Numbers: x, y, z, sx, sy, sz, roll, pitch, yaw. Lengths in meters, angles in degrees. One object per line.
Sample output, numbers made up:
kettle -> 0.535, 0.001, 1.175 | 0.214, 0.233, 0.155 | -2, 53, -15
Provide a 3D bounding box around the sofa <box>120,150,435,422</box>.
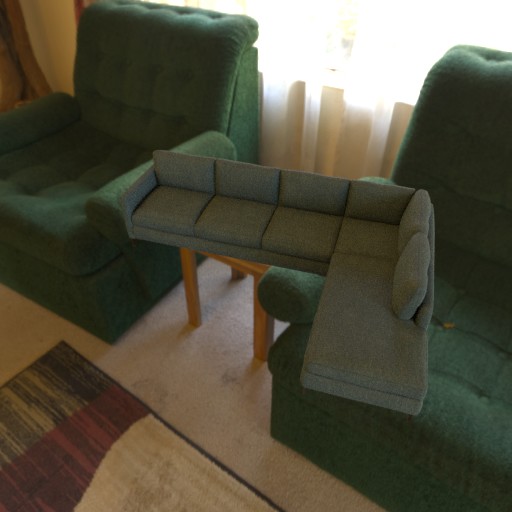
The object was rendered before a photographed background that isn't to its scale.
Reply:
sofa -> 0.000, 0.000, 3.903 | 2.949, 0.815, 2.007 | 11, 41, 13
